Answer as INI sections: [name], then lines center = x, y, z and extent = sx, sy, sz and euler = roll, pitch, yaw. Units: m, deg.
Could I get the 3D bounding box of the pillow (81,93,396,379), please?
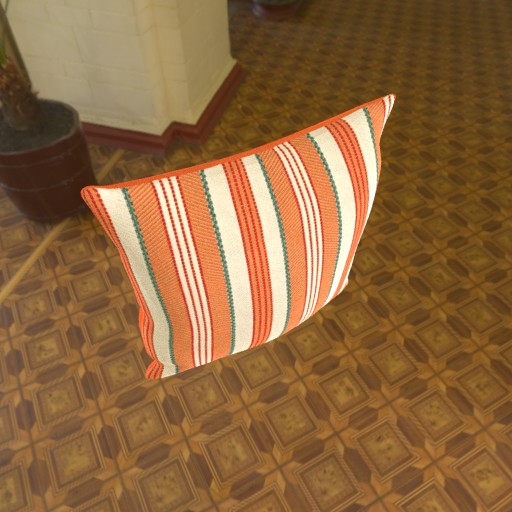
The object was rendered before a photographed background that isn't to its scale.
[pillow]
center = 0.000, 0.000, 0.693
extent = 0.440, 0.441, 0.182
euler = -23, 53, -19
